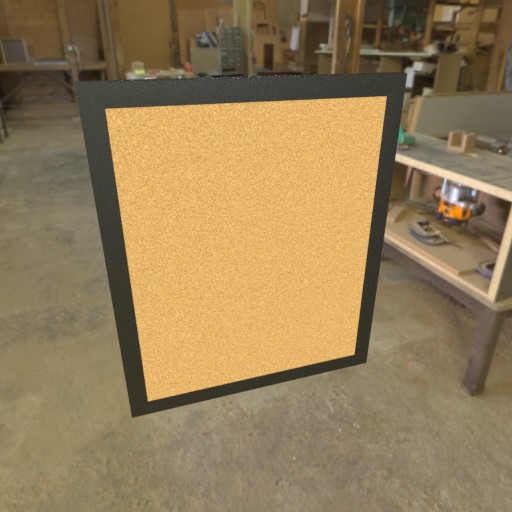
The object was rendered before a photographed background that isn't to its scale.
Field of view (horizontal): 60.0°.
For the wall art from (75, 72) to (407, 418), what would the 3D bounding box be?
[{"bbox_3d":[0.000,0.000,0.676,0.432,0.508,0.025,-8,28,-16],"label":"wall art"}]
